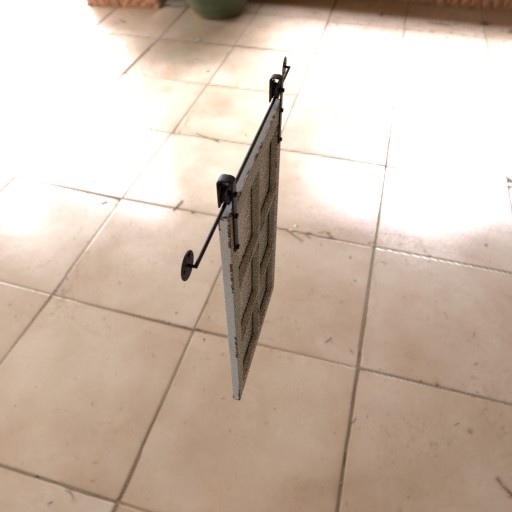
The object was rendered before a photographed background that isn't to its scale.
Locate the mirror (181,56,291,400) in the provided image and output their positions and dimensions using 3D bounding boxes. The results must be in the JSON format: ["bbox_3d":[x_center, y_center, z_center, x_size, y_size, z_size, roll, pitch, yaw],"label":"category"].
[{"bbox_3d":[0.000,0.000,1.239,0.037,0.844,0.808,11,48,10],"label":"mirror"}]
